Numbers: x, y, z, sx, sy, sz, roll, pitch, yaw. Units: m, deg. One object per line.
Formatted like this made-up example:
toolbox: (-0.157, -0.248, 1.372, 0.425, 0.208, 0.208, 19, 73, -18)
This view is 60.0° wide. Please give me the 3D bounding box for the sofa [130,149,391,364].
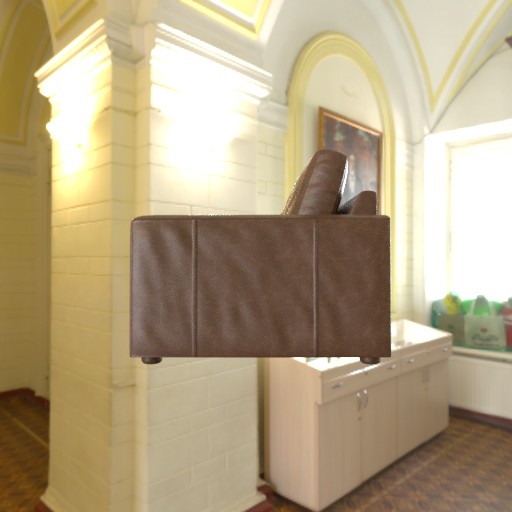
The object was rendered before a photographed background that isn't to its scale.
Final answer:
sofa: (0.000, 0.000, 2.731, 1.016, 0.873, 2.179, 0, -1, 0)
